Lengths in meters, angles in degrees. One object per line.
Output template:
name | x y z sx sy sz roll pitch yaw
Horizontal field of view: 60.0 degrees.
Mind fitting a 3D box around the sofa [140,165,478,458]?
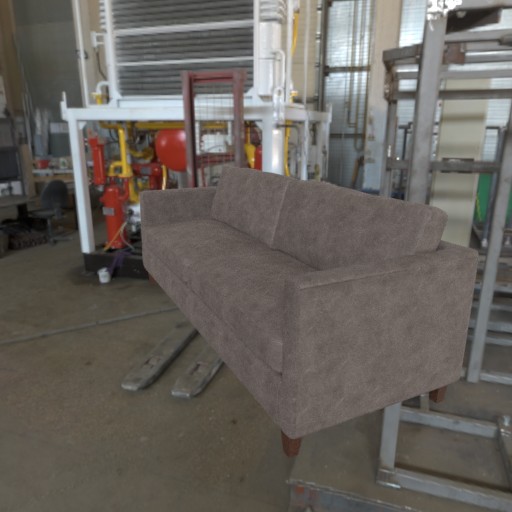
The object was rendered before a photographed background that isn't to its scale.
sofa | 0.000 0.000 2.788 0.951 0.965 2.434 -8 18 -25
